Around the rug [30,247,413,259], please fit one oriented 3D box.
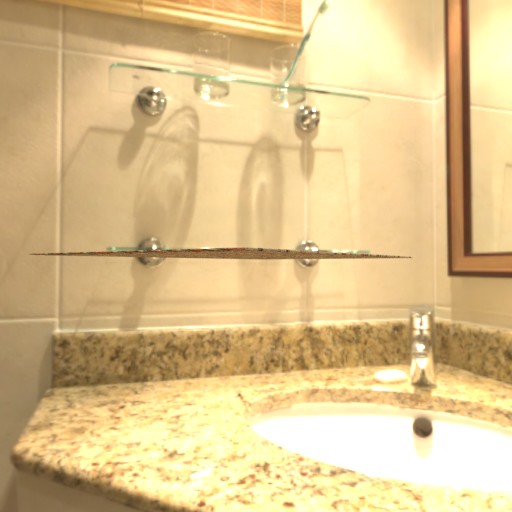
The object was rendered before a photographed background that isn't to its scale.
[{"bbox_3d":[0.000,0.000,2.525,1.218,0.010,1.997,-1,-1,35],"label":"rug"}]
